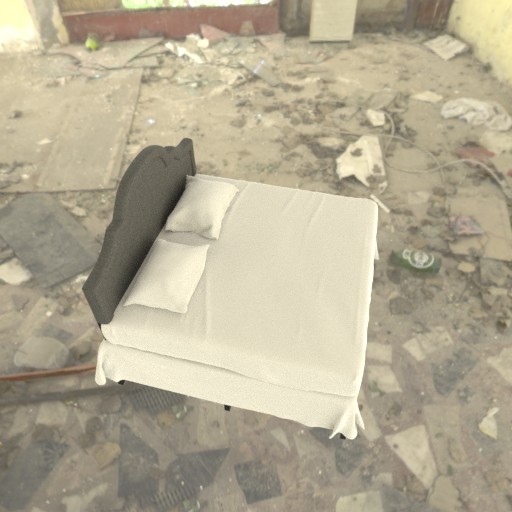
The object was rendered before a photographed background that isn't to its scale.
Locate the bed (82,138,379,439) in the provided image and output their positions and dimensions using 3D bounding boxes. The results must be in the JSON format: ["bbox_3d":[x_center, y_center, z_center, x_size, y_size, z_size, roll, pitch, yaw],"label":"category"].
[{"bbox_3d":[0.000,0.000,3.796,2.222,1.631,2.303,10,47,10],"label":"bed"}]
